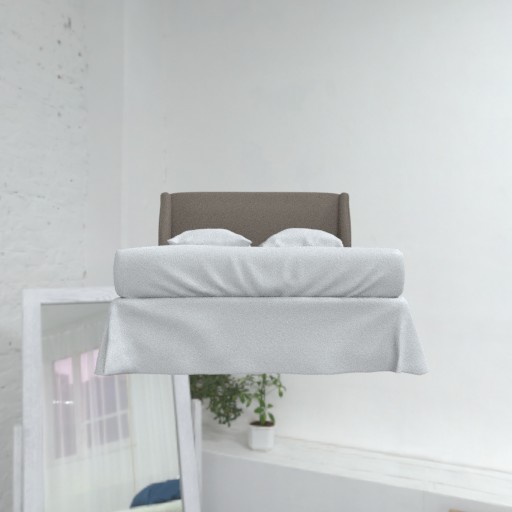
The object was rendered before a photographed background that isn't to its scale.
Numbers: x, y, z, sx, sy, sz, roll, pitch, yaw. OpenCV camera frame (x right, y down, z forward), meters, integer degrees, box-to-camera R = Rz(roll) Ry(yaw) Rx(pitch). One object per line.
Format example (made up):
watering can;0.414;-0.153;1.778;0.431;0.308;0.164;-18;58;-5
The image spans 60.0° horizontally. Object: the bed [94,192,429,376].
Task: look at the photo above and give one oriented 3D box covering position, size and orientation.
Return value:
bed;0.000;0.000;3.472;1.925;1.332;2.276;0;-1;-1
